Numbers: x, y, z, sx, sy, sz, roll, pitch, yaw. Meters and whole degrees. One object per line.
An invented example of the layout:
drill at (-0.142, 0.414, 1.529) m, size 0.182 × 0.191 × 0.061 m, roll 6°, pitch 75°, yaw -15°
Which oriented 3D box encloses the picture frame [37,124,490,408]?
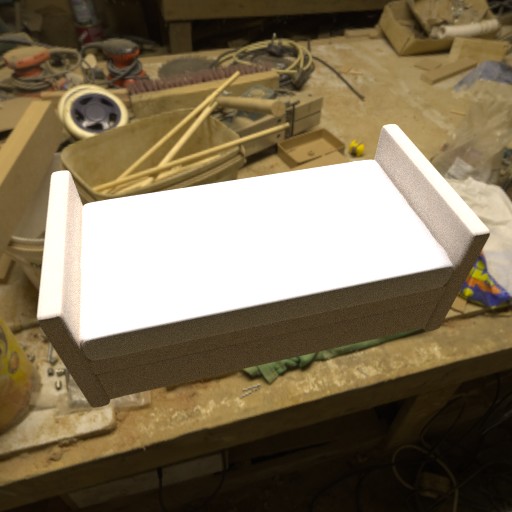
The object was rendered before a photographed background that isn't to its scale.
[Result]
picture frame at (0.000, 0.000, 2.694) m, size 2.161 × 0.891 × 1.069 m, roll -10°, pitch 48°, yaw -10°
